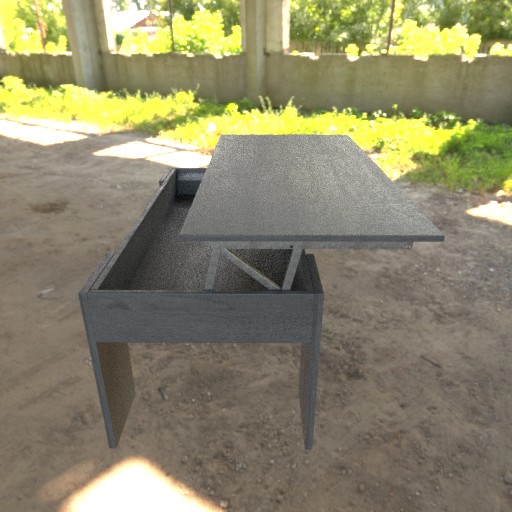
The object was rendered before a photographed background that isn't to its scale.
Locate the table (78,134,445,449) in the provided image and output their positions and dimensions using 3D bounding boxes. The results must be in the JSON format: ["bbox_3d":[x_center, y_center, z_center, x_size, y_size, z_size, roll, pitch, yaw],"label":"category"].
[{"bbox_3d":[0.000,0.000,1.401,0.711,0.570,1.000,0,26,0],"label":"table"}]
